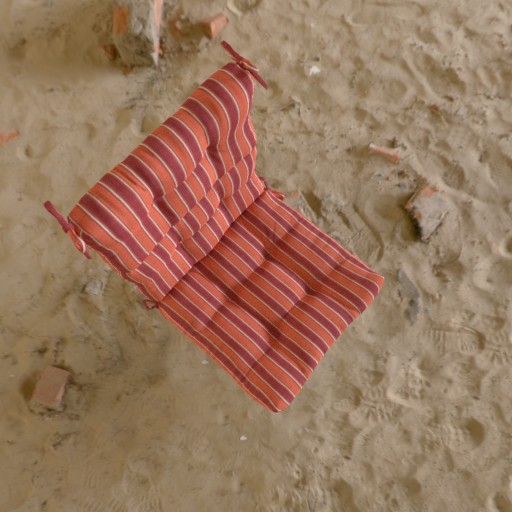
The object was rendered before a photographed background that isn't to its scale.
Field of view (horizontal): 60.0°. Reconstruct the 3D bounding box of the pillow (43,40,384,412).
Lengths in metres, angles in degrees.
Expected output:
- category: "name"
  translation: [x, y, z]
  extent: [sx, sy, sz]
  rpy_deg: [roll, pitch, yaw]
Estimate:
- category: "pillow"
  translation: [0.000, 0.000, 1.031]
  extent: [0.571, 0.605, 0.519]
  rpy_deg: [40, 77, 11]
